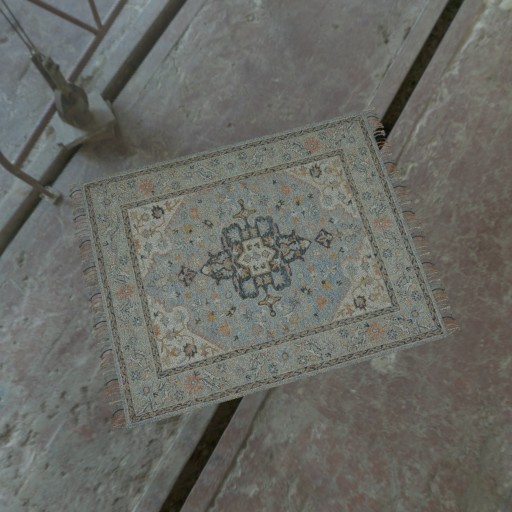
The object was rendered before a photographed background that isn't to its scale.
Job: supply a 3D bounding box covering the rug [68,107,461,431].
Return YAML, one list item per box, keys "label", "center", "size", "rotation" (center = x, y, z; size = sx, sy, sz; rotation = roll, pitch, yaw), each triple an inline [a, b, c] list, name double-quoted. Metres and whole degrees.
- label: "rug"
  center: [0.000, 0.000, 4.184]
  size: [3.221, 0.011, 2.379]
  rotation: [-15, 77, -4]
